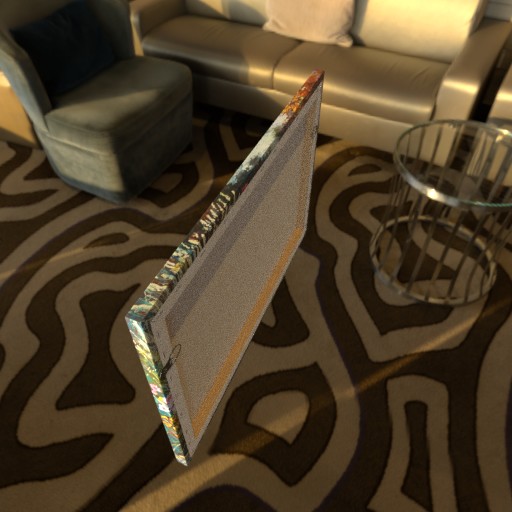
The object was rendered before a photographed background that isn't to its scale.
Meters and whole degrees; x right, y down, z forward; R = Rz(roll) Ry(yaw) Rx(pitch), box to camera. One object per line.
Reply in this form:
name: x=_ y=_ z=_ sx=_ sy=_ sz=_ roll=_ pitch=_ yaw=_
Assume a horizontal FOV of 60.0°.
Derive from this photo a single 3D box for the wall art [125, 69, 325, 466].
wall art: x=0.000 y=0.000 z=1.445 sx=0.042 sy=0.760 sz=1.136 roll=17 pitch=49 yaw=16
